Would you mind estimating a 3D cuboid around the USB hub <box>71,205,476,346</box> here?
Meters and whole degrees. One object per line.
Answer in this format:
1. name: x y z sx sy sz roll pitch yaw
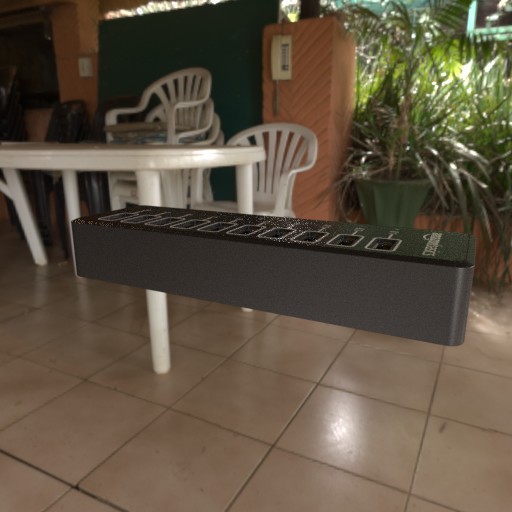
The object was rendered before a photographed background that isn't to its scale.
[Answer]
1. USB hub: 0.000 0.000 0.165 0.145 0.023 0.044 7 17 25
